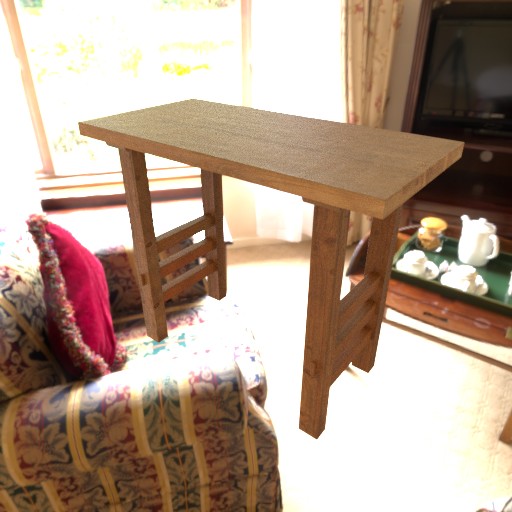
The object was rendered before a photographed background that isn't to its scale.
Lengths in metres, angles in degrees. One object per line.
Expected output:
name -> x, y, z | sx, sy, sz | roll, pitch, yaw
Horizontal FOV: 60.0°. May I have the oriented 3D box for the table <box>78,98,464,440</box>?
table -> 0.000, 0.000, 1.635 | 1.119, 0.914, 0.556 | 21, 36, 32
